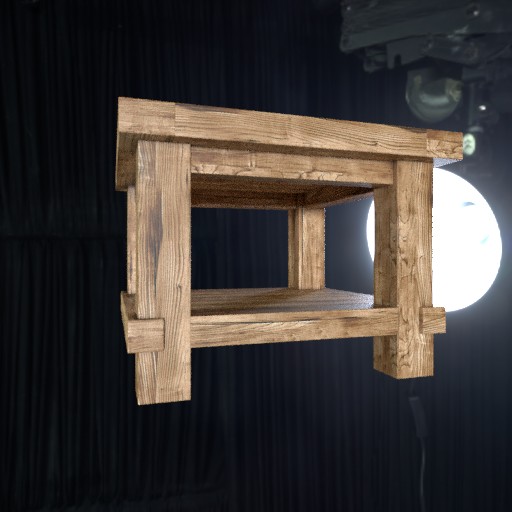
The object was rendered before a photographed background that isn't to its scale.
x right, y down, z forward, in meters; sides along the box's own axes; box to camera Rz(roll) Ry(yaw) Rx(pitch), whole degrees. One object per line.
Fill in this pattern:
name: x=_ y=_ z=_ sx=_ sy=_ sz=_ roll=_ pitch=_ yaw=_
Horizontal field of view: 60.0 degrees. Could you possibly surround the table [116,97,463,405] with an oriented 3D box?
table: x=0.000 y=0.000 z=1.018 sx=0.610 sy=0.457 sz=0.610 roll=0 pitch=0 yaw=-18
